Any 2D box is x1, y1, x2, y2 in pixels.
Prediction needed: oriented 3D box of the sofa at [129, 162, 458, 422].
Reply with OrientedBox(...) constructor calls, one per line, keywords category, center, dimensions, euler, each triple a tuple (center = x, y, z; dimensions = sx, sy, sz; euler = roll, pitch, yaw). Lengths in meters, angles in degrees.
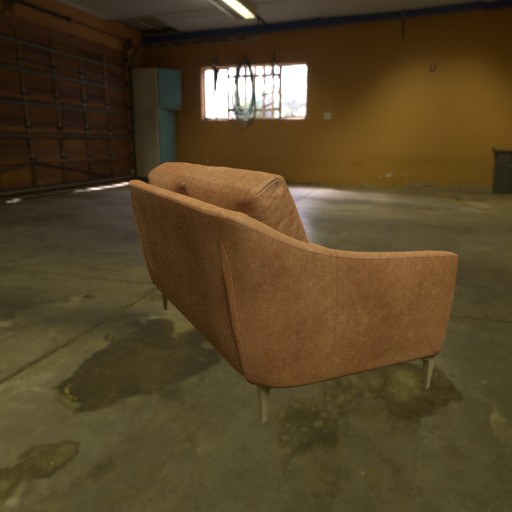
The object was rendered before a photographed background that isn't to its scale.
OrientedBox(category="sofa", center=(0.000, 0.000, 2.212), dimensions=(0.960, 0.902, 1.619), euler=(-7, 16, -27))
